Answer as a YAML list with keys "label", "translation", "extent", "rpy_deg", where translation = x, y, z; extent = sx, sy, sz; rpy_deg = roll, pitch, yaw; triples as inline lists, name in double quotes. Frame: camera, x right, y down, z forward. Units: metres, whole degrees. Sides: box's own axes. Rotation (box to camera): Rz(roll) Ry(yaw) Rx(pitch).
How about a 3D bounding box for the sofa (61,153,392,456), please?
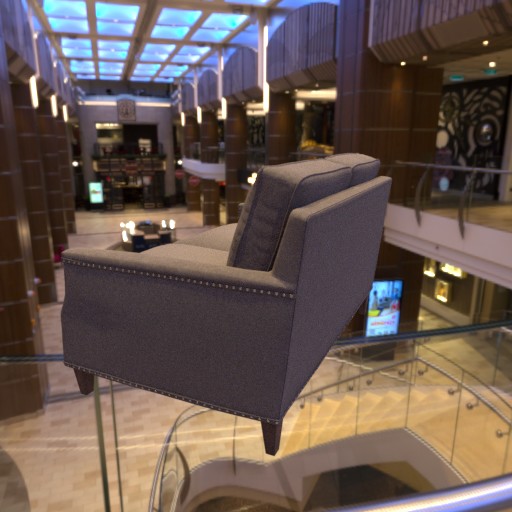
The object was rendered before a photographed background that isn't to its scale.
- label: "sofa"
  translation: [0.000, 0.000, 2.251]
  extent: [1.084, 1.003, 1.597]
  rpy_deg: [7, 16, 25]
